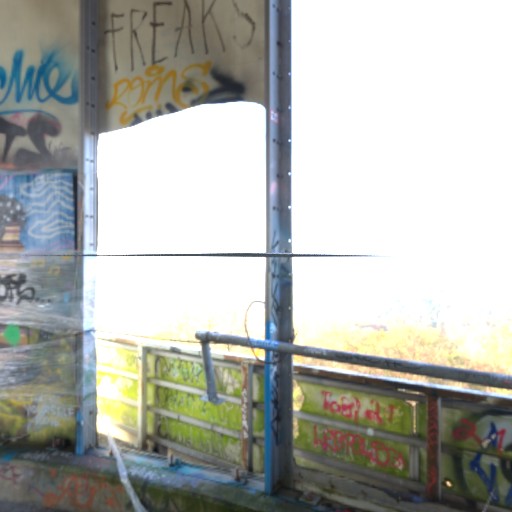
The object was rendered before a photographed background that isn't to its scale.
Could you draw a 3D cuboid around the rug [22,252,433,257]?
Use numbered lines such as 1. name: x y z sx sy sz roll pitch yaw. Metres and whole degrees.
1. rug: 0.000 0.000 2.126 1.190 0.003 1.634 0 -1 37
